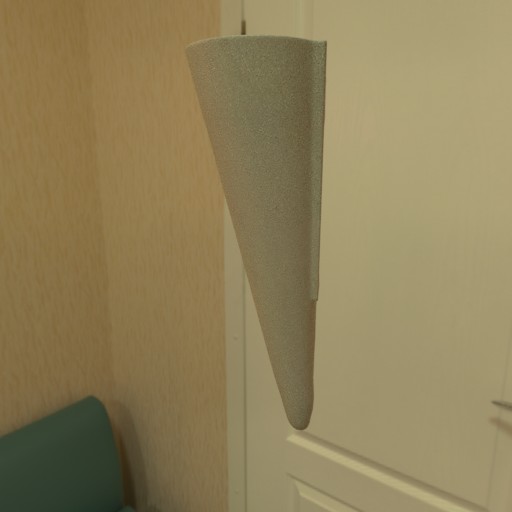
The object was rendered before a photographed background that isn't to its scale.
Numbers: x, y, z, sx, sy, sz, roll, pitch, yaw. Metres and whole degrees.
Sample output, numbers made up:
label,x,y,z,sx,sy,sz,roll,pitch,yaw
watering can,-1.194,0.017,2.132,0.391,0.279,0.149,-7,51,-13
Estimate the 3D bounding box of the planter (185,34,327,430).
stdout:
label,x,y,z,sx,sy,sz,roll,pitch,yaw
planter,0.000,0.000,0.223,0.064,0.191,0.057,2,13,8
